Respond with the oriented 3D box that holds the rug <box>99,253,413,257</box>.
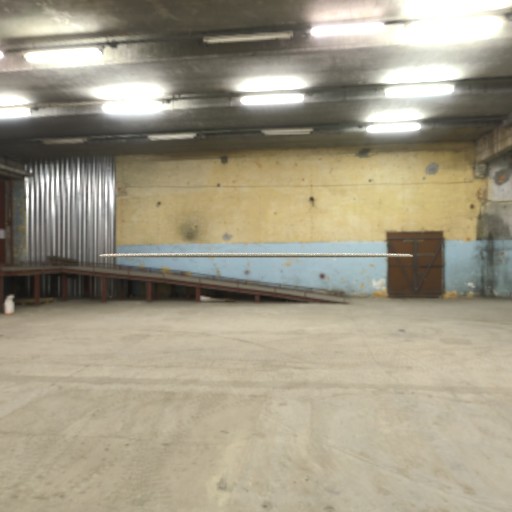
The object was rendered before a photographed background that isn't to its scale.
[{"bbox_3d":[0.000,0.000,2.385,1.593,0.012,1.593,0,0,0],"label":"rug"}]
